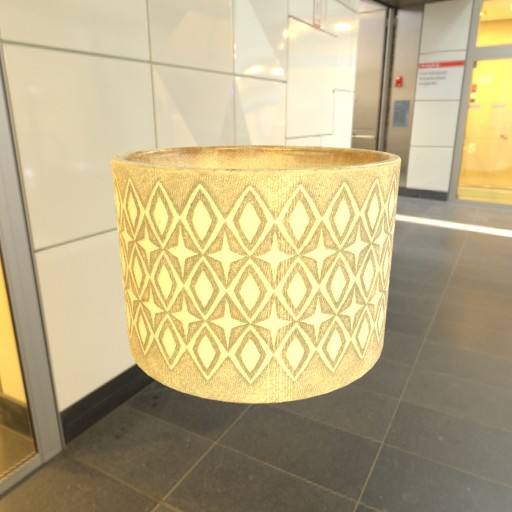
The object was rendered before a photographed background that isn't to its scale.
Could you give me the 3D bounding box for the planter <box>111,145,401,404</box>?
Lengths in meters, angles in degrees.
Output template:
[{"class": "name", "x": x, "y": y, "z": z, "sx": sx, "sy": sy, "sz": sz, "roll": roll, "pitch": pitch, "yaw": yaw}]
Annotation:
[{"class": "planter", "x": 0.000, "y": 0.000, "z": 0.319, "sx": 0.186, "sy": 0.144, "sz": 0.186, "roll": 0, "pitch": 18, "yaw": 0}]
